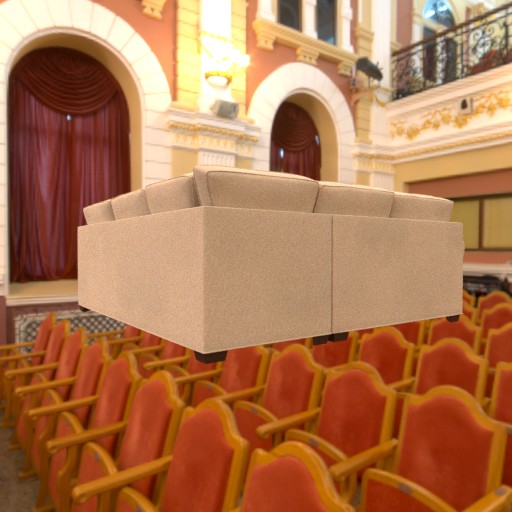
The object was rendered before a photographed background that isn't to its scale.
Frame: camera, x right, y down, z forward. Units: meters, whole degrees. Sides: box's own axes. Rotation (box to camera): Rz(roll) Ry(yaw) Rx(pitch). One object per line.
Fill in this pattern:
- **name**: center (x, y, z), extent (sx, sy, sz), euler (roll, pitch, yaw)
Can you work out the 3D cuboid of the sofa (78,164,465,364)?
- **sofa**: center (0.000, 0.000, 3.967), extent (2.487, 1.054, 2.569), euler (-1, 1, -36)
